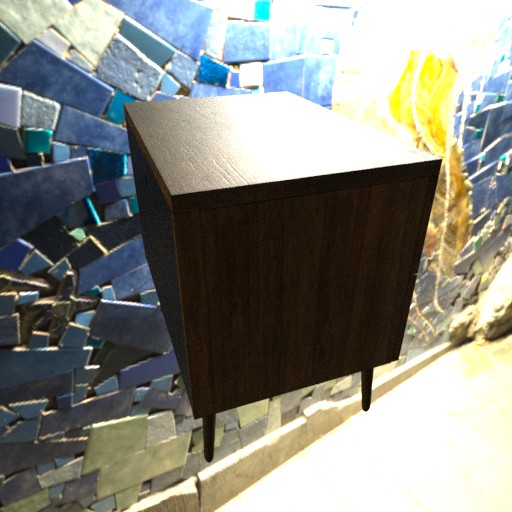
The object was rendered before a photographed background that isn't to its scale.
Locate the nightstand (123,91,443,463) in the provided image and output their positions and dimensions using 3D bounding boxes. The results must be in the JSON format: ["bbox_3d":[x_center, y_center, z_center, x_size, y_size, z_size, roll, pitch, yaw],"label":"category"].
[{"bbox_3d":[0.000,0.000,1.041,0.458,0.610,0.610,-11,32,-17],"label":"nightstand"}]
